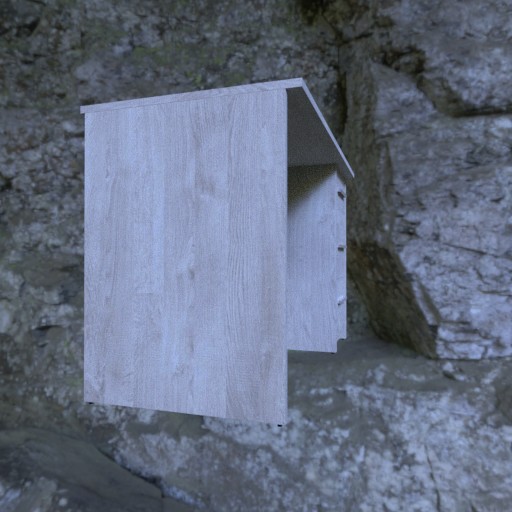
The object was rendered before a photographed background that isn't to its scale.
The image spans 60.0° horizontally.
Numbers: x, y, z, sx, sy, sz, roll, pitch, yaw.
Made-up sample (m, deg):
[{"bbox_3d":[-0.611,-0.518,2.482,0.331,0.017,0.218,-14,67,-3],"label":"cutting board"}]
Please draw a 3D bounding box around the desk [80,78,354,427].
[{"bbox_3d":[0.000,0.000,1.531,0.560,0.735,1.097,0,-1,18],"label":"desk"}]
